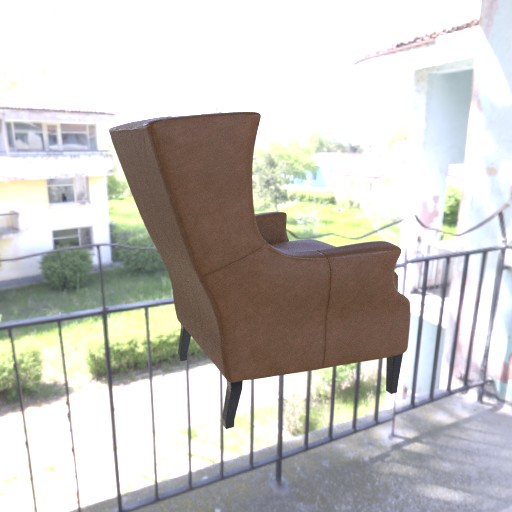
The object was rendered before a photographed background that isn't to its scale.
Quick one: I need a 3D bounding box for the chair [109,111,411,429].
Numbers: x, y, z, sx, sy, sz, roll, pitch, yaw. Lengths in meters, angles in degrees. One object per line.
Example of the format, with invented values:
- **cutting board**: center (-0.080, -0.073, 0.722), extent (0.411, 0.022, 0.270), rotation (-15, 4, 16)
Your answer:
- **chair**: center (0.000, 0.000, 1.705), extent (0.925, 1.016, 0.852), rotation (-7, 16, -25)
